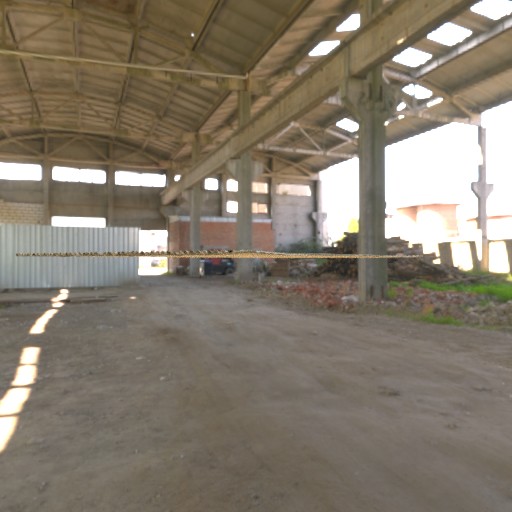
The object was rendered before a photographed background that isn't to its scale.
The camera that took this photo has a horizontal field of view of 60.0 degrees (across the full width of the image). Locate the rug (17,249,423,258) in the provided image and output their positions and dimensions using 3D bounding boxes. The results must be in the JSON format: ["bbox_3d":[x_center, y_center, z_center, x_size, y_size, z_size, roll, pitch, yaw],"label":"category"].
[{"bbox_3d":[0.000,0.000,2.960,1.530,0.025,2.431,0,-1,36],"label":"rug"}]
